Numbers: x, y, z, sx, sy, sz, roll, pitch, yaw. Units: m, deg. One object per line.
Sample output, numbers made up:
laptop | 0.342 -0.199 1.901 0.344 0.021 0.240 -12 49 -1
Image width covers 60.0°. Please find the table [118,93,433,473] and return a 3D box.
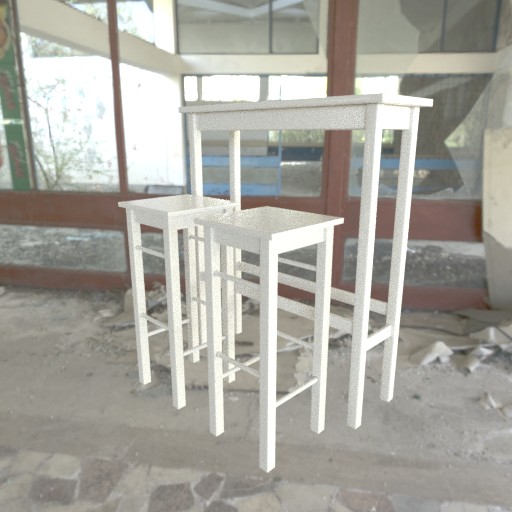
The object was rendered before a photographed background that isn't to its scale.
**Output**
table | 0.000 0.000 1.612 0.915 1.065 0.650 15 21 43
